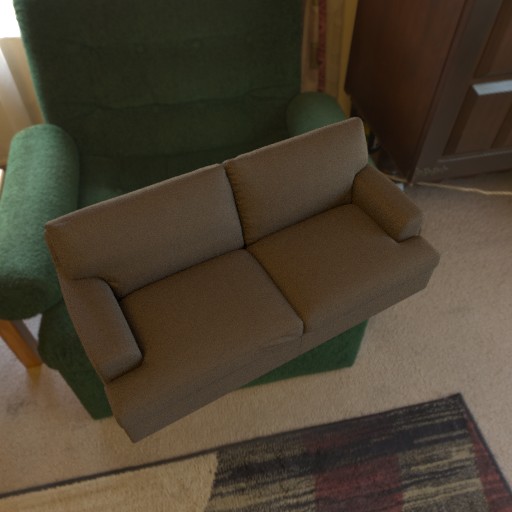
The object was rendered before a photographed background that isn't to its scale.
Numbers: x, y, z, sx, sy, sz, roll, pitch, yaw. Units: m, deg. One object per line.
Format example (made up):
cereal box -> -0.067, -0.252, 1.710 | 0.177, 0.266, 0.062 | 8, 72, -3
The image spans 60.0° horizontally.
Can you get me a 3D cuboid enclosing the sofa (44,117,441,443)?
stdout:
sofa -> 0.000, 0.000, 2.811 | 2.271, 0.950, 1.140 | -23, 53, -19
